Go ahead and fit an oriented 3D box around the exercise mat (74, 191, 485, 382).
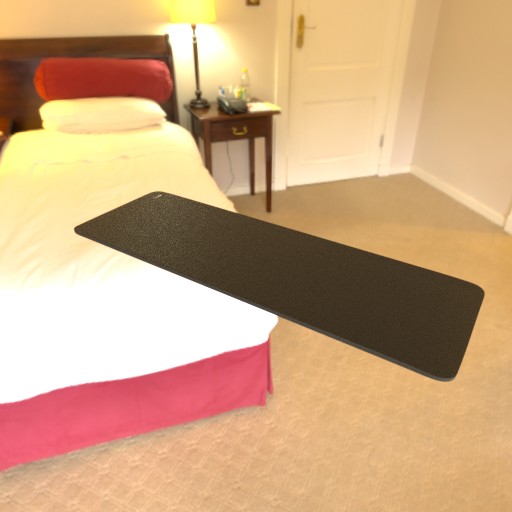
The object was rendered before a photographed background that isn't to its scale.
[{"bbox_3d":[0.000,0.000,2.030,1.869,0.021,0.616,19,36,28],"label":"exercise mat"}]
